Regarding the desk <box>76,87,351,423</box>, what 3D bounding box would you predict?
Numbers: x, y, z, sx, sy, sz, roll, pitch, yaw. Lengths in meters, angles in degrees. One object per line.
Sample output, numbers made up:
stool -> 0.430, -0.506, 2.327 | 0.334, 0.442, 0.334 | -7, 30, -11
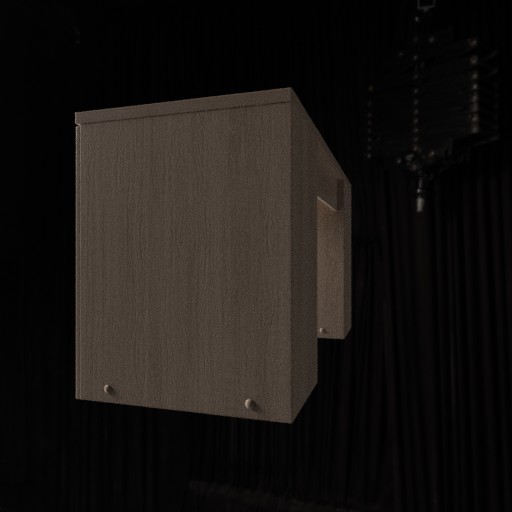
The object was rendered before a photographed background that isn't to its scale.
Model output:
desk -> 0.000, 0.000, 1.725 | 0.600, 0.740, 1.390 | 0, 0, 17
